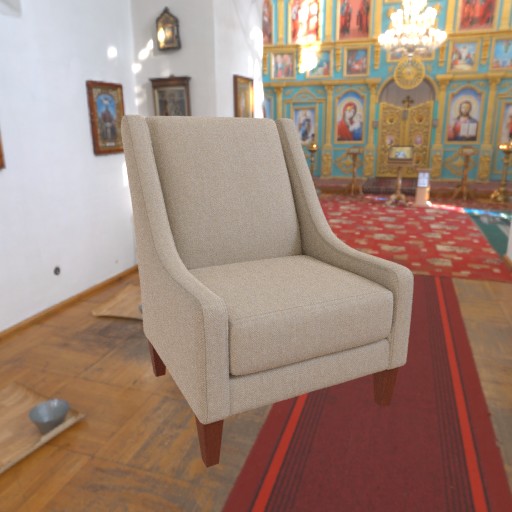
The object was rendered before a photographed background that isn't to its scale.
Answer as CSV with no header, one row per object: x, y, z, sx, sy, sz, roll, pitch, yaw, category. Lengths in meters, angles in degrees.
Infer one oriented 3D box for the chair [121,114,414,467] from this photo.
0.000,0.000,1.635,0.774,1.014,0.870,-7,16,-26,chair
